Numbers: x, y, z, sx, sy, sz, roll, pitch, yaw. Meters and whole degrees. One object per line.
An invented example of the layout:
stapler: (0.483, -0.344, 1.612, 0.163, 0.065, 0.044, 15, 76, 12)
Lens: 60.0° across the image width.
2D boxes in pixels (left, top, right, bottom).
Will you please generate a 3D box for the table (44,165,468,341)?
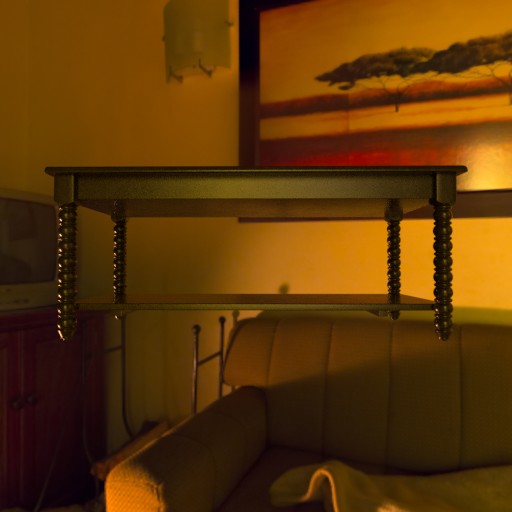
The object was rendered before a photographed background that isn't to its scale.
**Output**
table: (0.000, 0.000, 1.501, 1.171, 0.487, 0.580, 0, -1, 1)
